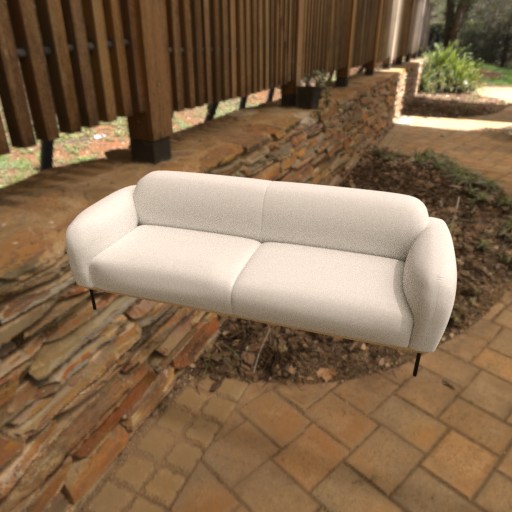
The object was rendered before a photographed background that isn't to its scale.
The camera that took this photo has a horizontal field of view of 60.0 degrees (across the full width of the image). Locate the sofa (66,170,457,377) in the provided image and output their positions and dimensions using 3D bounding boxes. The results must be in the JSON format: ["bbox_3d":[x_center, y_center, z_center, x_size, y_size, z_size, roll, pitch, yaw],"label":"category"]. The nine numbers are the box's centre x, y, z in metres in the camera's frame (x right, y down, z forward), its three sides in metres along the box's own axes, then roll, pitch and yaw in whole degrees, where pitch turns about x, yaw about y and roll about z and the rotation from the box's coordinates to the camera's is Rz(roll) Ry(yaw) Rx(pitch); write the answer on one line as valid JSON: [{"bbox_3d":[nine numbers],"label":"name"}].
[{"bbox_3d":[0.000,0.000,2.770,2.257,0.780,0.880,9,28,16],"label":"sofa"}]
